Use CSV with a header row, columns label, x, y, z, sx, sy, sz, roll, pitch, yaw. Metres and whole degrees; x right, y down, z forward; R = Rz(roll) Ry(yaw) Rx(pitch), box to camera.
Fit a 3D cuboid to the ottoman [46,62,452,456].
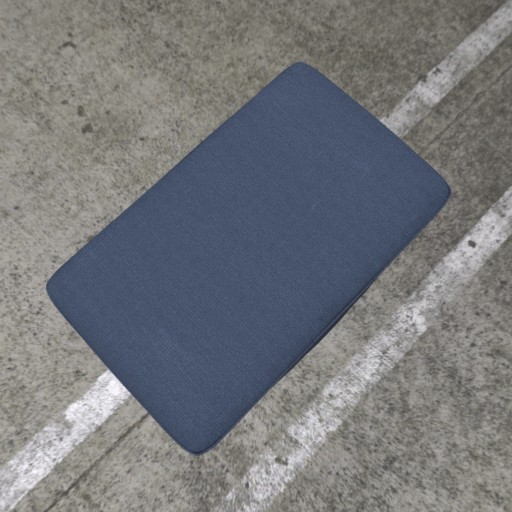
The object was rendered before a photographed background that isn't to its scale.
label,x,y,z,sx,sy,sz,roll,pitch,yaw
ottoman,0.000,0.000,1.215,0.885,0.438,0.570,-44,80,-10
